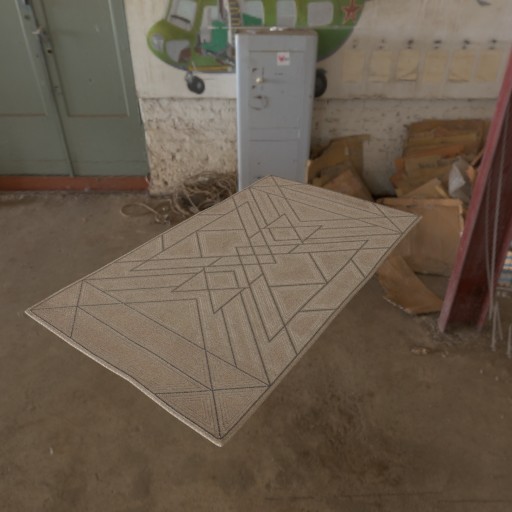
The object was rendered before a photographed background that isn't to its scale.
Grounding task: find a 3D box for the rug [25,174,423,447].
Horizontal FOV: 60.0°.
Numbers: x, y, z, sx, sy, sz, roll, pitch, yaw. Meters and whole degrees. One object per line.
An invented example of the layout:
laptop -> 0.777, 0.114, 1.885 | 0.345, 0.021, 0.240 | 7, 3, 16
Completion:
rug -> 0.000, 0.000, 1.049 | 0.511, 0.008, 0.869 | 21, 38, 30
